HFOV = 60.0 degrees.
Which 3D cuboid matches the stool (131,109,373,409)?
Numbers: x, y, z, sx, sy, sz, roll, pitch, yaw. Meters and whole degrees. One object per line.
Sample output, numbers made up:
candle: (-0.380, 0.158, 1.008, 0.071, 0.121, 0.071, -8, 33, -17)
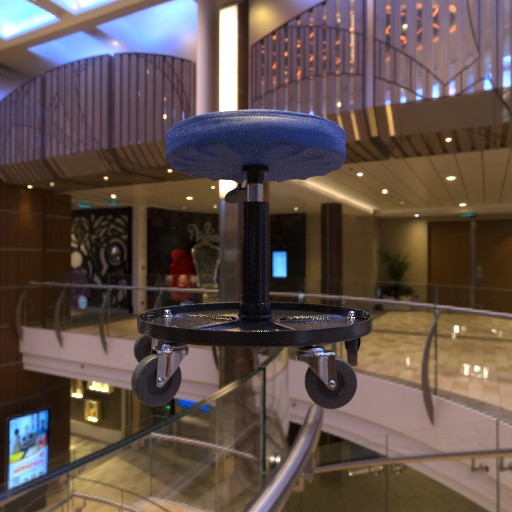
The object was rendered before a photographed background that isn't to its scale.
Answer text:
stool: (0.000, 0.000, 0.684, 0.381, 0.365, 0.382, 0, -1, -19)
